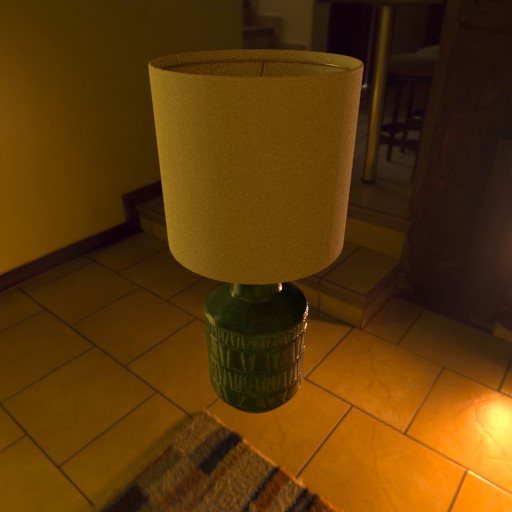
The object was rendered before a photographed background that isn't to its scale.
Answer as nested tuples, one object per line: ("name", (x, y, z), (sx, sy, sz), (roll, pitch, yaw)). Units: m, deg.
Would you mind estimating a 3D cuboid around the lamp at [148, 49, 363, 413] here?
("lamp", (0.000, 0.000, 0.559), (0.211, 0.455, 0.211), (10, 32, 16))
